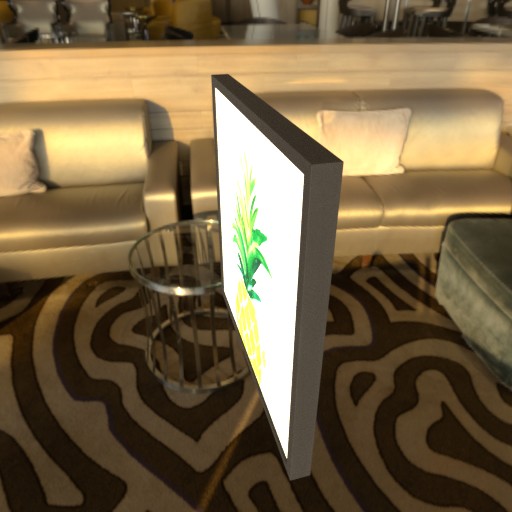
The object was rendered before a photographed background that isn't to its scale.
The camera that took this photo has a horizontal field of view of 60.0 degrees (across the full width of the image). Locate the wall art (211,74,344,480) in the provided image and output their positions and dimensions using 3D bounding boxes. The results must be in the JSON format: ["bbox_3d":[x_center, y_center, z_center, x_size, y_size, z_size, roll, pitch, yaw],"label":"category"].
[{"bbox_3d":[0.000,0.000,0.763,0.033,0.507,0.508,-8,32,-13],"label":"wall art"}]
